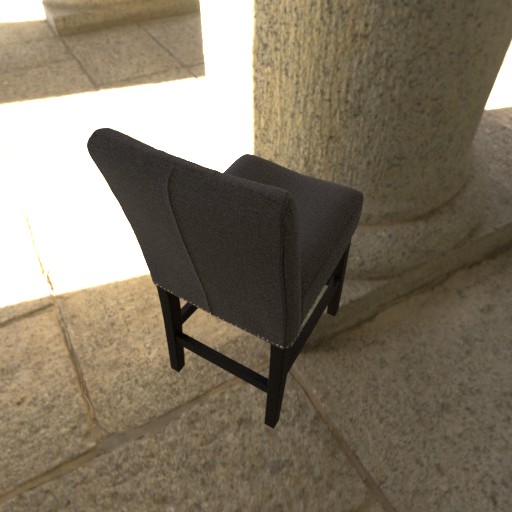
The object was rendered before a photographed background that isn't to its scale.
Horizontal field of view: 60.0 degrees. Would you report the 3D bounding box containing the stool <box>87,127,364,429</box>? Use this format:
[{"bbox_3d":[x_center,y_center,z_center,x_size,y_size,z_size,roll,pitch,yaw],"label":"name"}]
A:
[{"bbox_3d":[0.000,0.000,1.205,0.427,0.885,0.571,23,50,21],"label":"stool"}]
